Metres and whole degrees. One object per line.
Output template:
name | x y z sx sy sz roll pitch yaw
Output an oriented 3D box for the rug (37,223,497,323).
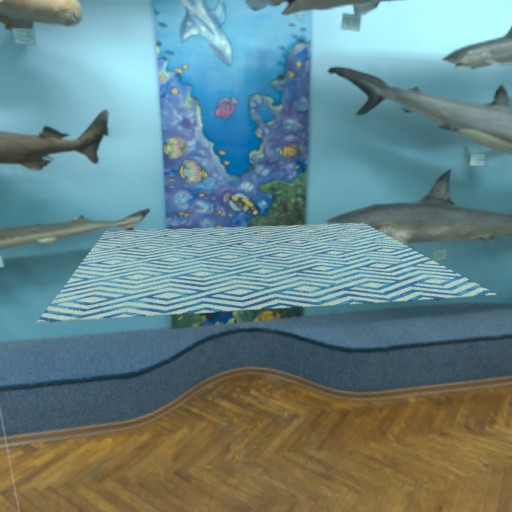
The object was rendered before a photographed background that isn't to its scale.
rug | 0.000 0.000 4.052 3.059 0.008 2.453 -2 16 -8
